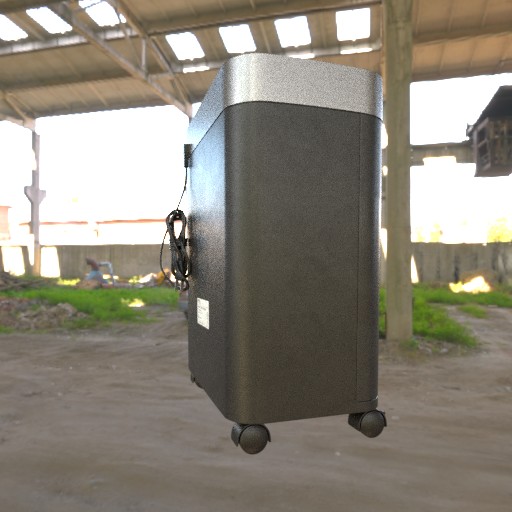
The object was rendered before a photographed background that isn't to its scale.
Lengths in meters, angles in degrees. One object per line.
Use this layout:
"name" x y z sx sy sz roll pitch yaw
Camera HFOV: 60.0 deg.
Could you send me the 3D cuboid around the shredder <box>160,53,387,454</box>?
"shredder" 0.000 0.000 0.614 0.237 0.419 0.311 0 -1 -18
